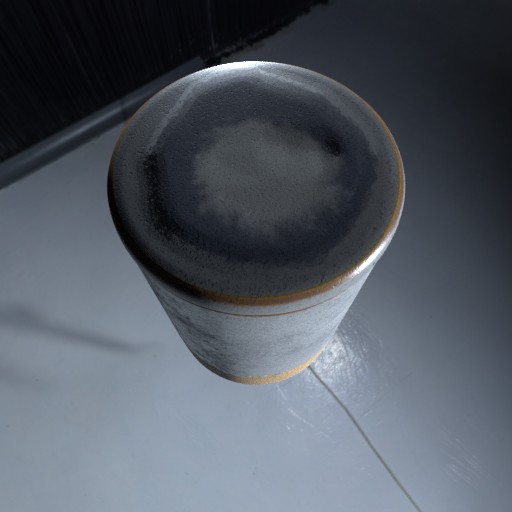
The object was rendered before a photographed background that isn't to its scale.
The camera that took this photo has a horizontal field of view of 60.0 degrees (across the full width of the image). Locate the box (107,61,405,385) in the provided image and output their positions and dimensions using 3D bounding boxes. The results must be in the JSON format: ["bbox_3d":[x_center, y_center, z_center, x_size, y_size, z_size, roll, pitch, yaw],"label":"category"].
[{"bbox_3d":[0.000,0.000,0.248,0.118,0.168,0.118,0,64,0],"label":"box"}]
